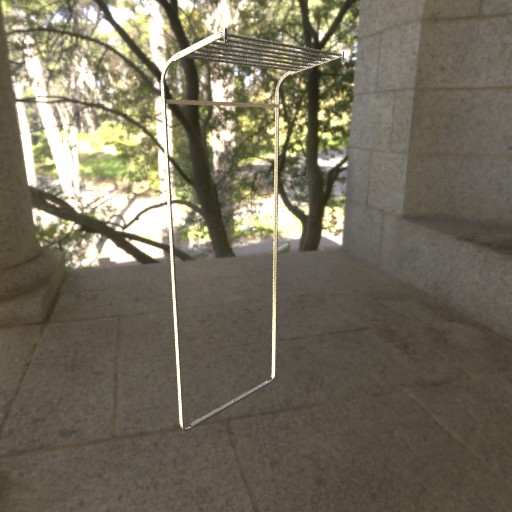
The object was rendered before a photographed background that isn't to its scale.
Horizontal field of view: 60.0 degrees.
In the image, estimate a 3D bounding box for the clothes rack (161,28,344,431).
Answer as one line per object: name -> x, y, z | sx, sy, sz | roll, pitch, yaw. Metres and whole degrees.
clothes rack -> 0.000, 0.000, 1.826 | 0.609, 1.574, 0.349 | -16, 23, -43
